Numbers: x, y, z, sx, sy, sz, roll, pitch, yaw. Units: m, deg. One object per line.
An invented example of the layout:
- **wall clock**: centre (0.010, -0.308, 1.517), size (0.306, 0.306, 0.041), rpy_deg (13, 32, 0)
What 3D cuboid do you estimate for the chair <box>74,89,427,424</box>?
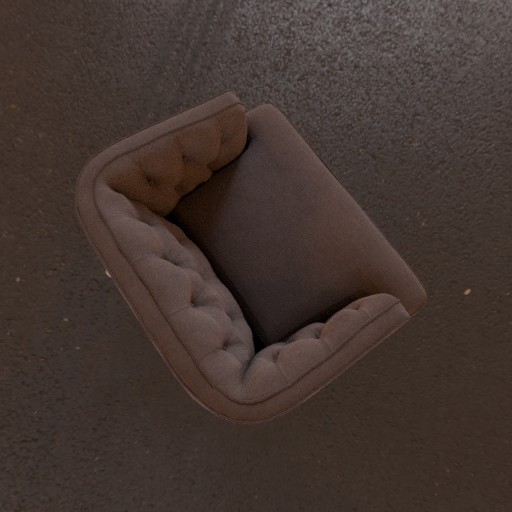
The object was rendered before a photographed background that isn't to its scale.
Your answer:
- **chair**: centre (0.000, 0.000, 1.794), size (0.941, 0.852, 1.104), rpy_deg (-34, 77, -9)
